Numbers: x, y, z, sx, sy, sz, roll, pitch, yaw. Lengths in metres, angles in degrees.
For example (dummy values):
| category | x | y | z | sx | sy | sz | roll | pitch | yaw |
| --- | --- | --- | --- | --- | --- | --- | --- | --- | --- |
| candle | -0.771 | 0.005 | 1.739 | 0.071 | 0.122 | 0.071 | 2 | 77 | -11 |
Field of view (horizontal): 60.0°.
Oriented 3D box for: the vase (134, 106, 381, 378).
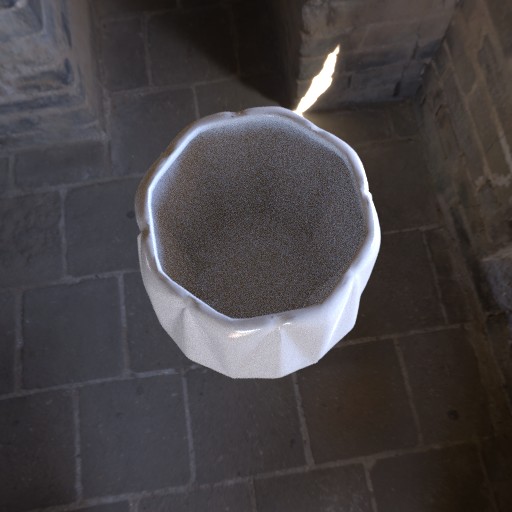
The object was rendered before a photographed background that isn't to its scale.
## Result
| category | x | y | z | sx | sy | sz | roll | pitch | yaw |
| --- | --- | --- | --- | --- | --- | --- | --- | --- | --- |
| vase | 0.000 | 0.000 | 0.260 | 0.141 | 0.152 | 0.141 | 0 | 75 | 0 |
